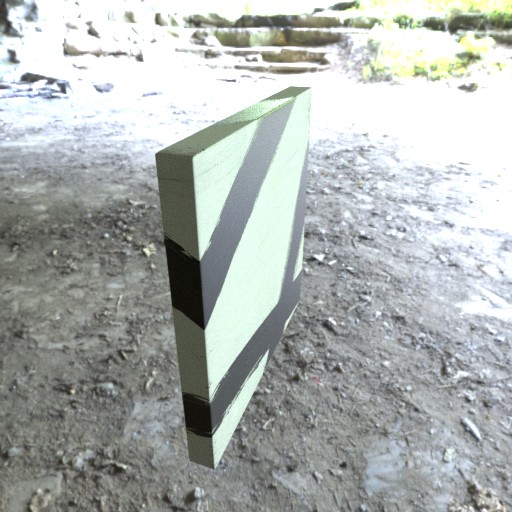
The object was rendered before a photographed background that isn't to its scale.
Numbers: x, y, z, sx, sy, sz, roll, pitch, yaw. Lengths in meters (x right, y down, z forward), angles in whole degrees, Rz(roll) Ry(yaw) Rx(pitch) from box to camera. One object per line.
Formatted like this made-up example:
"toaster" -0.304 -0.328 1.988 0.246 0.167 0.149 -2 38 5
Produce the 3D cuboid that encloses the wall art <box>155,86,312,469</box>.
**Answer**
"wall art" 0.000 0.000 0.795 0.050 0.508 0.507 10 31 18
